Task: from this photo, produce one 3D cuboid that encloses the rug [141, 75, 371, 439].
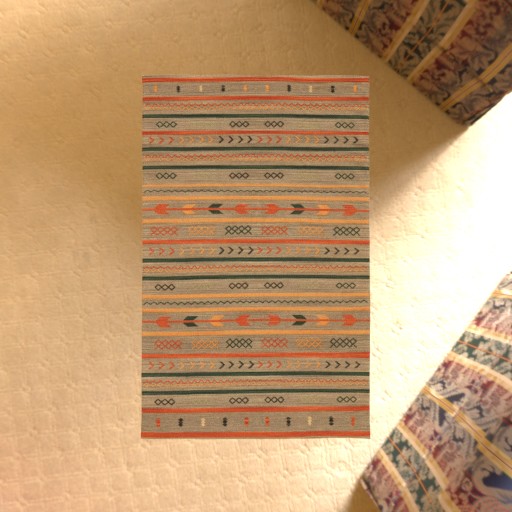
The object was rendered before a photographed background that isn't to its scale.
[{"bbox_3d":[0.000,0.000,2.973,1.537,0.029,2.439,0,89,-1],"label":"rug"}]
